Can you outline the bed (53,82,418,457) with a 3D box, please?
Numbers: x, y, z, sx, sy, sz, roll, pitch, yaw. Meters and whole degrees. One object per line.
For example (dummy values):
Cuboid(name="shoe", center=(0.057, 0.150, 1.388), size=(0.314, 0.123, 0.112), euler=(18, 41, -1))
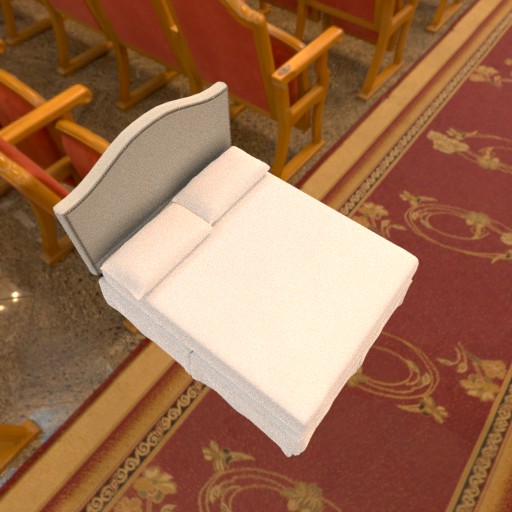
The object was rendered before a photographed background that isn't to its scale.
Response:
Cuboid(name="bed", center=(0.000, 0.000, 3.478), size=(2.180, 1.607, 1.813), euler=(33, 63, 19))
